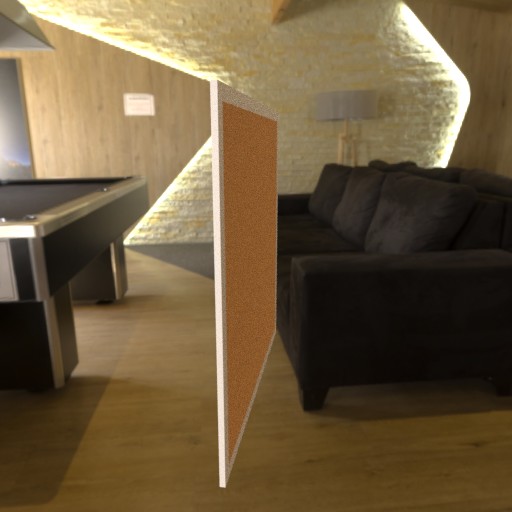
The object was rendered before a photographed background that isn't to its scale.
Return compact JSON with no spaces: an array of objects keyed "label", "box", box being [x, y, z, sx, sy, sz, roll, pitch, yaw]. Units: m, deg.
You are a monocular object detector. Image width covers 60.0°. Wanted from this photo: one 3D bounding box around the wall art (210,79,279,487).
[{"label":"wall art","box":[0.000,0.000,0.846,0.009,0.559,0.558,2,14,10]}]
